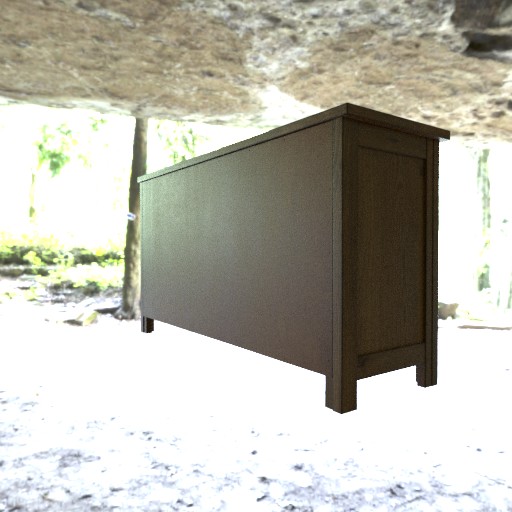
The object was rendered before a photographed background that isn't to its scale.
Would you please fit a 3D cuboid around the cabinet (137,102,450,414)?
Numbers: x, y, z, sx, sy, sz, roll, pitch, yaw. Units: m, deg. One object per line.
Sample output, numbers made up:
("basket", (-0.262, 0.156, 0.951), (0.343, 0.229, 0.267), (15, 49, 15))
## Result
("cabinet", (0.000, 0.000, 1.880), (0.480, 0.813, 1.474), (-1, 1, -36))
